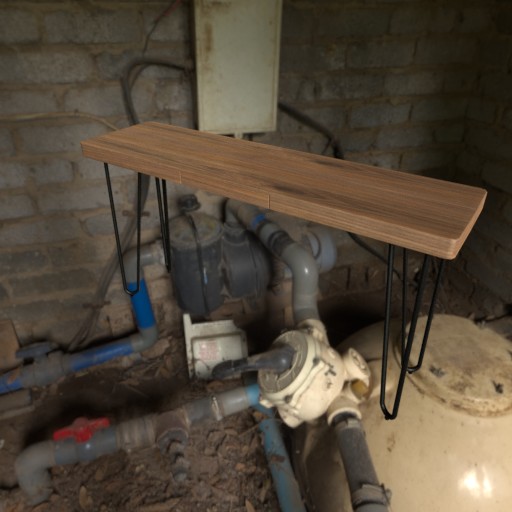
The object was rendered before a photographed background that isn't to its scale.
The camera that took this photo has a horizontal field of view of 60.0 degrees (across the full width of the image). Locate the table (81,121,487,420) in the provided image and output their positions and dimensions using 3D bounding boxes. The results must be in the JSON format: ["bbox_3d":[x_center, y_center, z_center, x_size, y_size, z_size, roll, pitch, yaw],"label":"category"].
[{"bbox_3d":[0.000,0.000,1.905,1.570,0.834,0.425,19,36,29],"label":"table"}]
